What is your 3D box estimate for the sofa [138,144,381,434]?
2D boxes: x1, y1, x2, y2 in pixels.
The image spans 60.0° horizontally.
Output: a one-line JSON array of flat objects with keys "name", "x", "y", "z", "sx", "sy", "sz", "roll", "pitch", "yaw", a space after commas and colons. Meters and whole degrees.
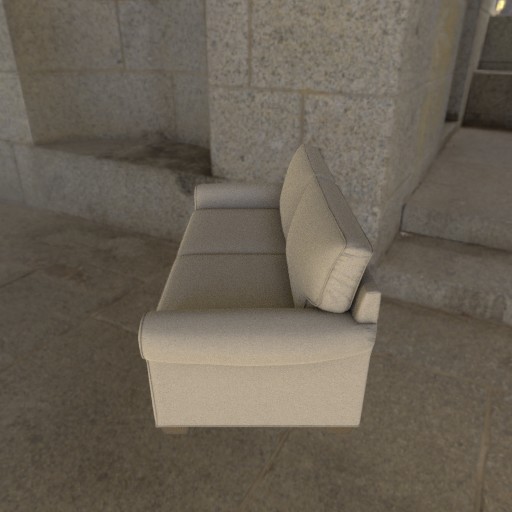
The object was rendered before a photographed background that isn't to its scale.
[{"name": "sofa", "x": 0.000, "y": 0.000, "z": 2.537, "sx": 0.940, "sy": 0.952, "sz": 1.930, "roll": 0, "pitch": 26, "yaw": 0}]
